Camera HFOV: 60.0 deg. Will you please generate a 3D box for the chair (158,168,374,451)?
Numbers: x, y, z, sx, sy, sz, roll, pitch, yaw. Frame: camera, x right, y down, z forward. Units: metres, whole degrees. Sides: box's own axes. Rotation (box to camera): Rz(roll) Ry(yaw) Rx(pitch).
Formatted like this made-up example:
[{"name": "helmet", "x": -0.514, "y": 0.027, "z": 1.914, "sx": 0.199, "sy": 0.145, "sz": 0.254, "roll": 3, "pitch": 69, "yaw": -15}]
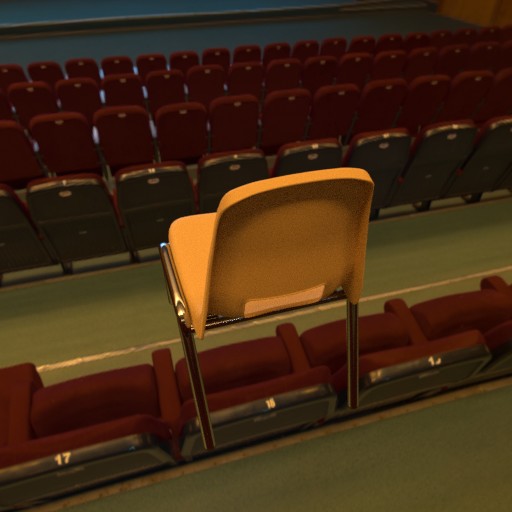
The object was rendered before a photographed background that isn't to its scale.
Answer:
[{"name": "chair", "x": 0.000, "y": 0.000, "z": 0.851, "sx": 0.354, "sy": 0.586, "sz": 0.423, "roll": -11, "pitch": 43, "yaw": -12}]
